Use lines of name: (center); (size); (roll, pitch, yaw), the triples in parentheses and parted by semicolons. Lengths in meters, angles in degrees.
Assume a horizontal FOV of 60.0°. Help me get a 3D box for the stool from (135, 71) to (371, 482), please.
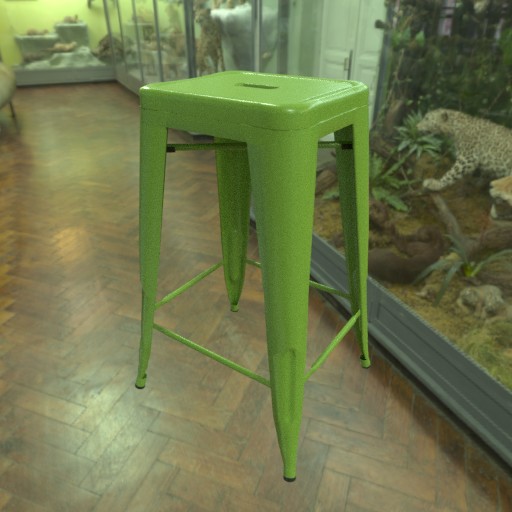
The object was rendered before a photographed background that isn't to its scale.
stool: (0.000, 0.000, 0.834); (0.398, 0.609, 0.358); (19, 34, 30)
